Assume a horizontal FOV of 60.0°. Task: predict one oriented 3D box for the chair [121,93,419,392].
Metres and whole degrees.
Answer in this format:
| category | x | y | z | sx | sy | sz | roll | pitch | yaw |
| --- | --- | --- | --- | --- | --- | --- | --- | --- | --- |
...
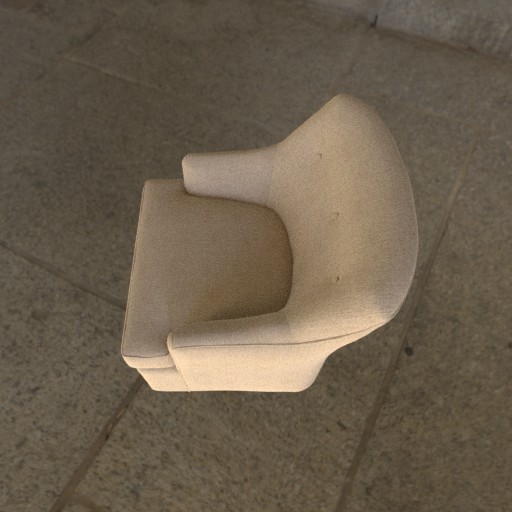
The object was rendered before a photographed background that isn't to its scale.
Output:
| category | x | y | z | sx | sy | sz | roll | pitch | yaw |
| --- | --- | --- | --- | --- | --- | --- | --- | --- | --- |
| chair | 0.000 | 0.000 | 1.641 | 0.923 | 0.856 | 0.864 | -1 | 58 | -1 |
